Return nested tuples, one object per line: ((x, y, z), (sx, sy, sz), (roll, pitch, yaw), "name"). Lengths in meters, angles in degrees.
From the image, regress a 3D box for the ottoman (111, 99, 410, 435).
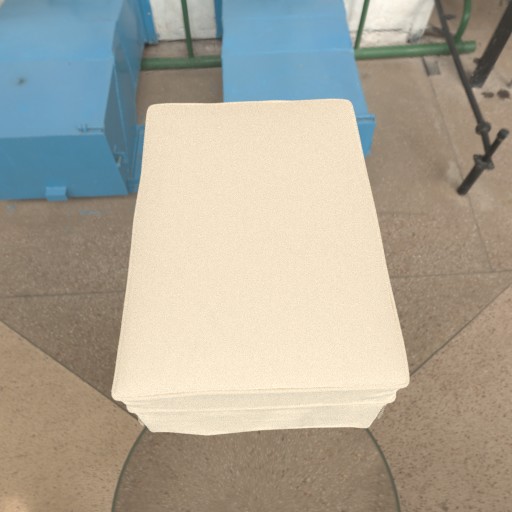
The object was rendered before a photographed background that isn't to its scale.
((0.000, 0.000, 1.330), (0.703, 0.479, 0.944), (-2, 60, -1), "ottoman")
